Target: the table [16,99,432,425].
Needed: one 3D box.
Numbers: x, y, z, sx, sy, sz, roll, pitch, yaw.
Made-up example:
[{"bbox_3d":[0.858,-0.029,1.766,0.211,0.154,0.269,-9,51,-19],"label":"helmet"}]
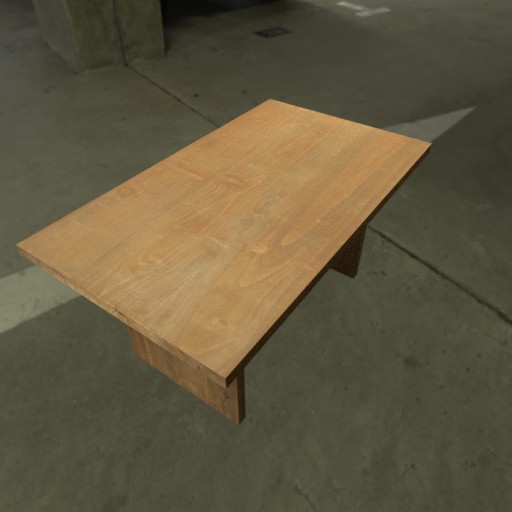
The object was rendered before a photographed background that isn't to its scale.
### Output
[{"bbox_3d":[0.000,0.000,2.115,0.946,0.780,1.609,25,47,26],"label":"table"}]
